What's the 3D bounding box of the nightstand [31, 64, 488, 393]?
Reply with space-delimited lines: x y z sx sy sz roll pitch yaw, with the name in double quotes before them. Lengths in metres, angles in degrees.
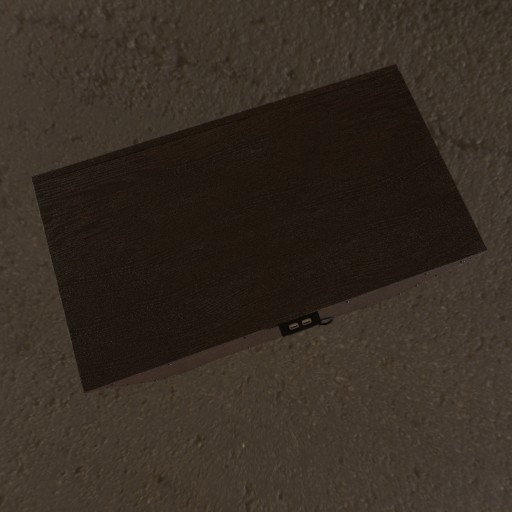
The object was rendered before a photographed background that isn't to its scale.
"nightstand" 0.000 0.000 1.138 0.775 0.612 0.457 -19 77 -5
